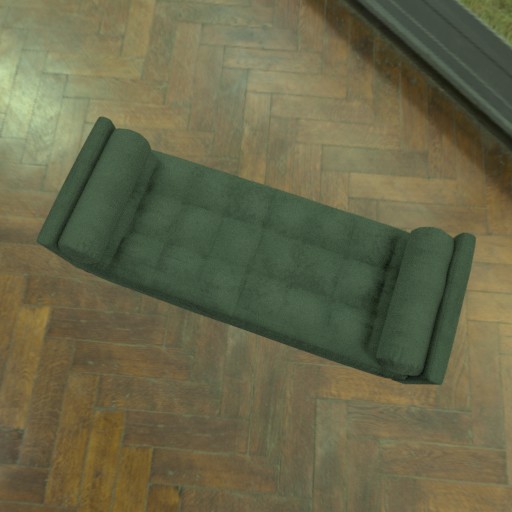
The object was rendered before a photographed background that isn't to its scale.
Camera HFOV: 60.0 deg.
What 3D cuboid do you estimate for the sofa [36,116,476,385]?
[{"bbox_3d":[0.000,0.000,2.532,2.130,0.681,0.817,19,75,5],"label":"sofa"}]
